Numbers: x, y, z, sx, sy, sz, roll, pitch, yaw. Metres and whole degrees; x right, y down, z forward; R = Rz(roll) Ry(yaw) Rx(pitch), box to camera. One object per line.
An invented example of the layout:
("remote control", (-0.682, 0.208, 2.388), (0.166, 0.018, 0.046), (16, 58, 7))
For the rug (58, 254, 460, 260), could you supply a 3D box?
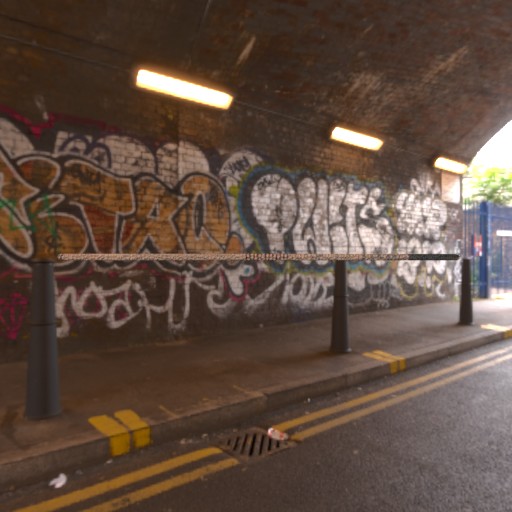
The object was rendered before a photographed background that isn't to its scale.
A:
("rug", (0.000, 0.000, 2.273), (1.238, 0.020, 1.847), (0, 0, -1))
